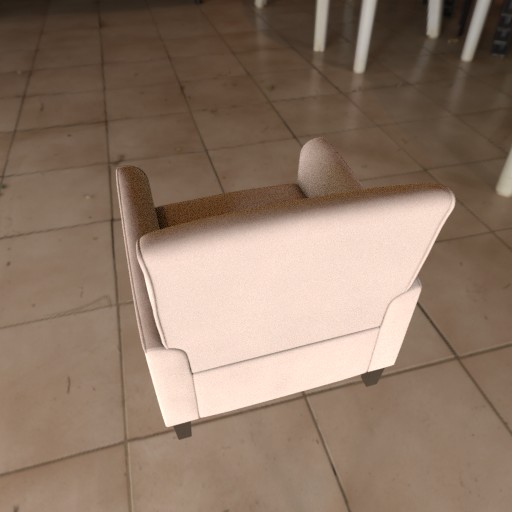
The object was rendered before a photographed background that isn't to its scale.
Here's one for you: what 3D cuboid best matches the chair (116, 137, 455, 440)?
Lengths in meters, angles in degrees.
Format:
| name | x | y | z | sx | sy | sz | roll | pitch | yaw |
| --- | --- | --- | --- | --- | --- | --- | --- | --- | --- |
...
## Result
| name | x | y | z | sx | sy | sz | roll | pitch | yaw |
| --- | --- | --- | --- | --- | --- | --- | --- | --- | --- |
| chair | 0.000 | 0.000 | 1.518 | 0.820 | 0.915 | 0.820 | -11 | 43 | -12 |
